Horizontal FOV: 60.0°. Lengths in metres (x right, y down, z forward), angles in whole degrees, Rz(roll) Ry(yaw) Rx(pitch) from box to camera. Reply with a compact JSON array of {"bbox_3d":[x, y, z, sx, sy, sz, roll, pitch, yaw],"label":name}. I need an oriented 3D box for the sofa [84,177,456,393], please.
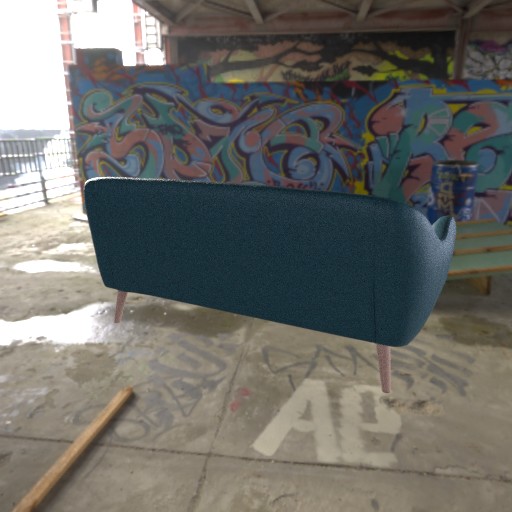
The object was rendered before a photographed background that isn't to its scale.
[{"bbox_3d":[0.000,0.000,2.297,1.840,0.836,0.820,8,18,26],"label":"sofa"}]
